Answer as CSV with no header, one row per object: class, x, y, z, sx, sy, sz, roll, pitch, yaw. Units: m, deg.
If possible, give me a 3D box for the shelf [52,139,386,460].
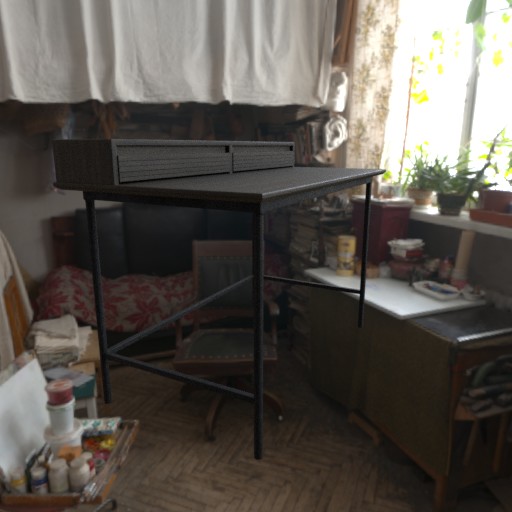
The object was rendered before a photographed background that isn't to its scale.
shelf,0.000,0.000,1.721,0.685,0.865,1.212,7,16,27
